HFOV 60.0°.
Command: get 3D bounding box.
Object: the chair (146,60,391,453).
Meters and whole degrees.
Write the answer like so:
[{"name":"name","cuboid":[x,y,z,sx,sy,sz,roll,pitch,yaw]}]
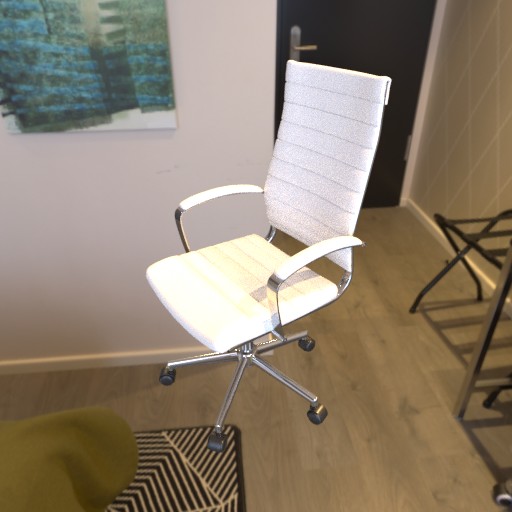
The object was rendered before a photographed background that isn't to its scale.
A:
[{"name":"chair","cuboid":[0.000,0.000,1.517,0.679,1.149,0.679,-21,37,-30]}]
